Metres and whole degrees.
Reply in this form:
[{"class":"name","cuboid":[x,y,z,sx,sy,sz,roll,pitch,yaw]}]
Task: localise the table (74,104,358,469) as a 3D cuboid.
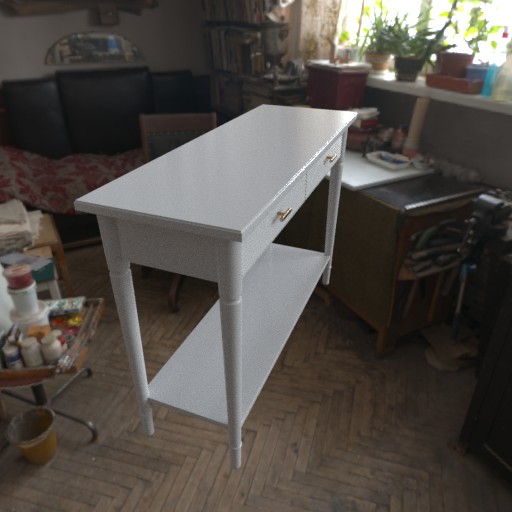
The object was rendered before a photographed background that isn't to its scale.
[{"class":"table","cuboid":[0.000,0.000,1.467,0.381,0.749,1.067,11,32,19]}]
